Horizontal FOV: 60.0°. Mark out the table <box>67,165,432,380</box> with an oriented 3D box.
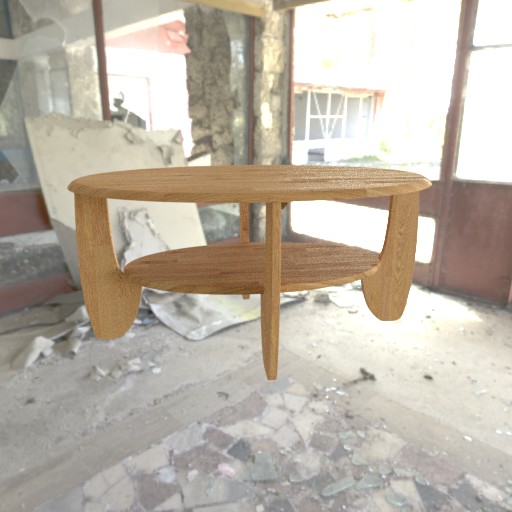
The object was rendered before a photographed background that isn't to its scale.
[{"bbox_3d":[0.000,0.000,1.363,1.040,0.490,0.690,-2,17,-8],"label":"table"}]
